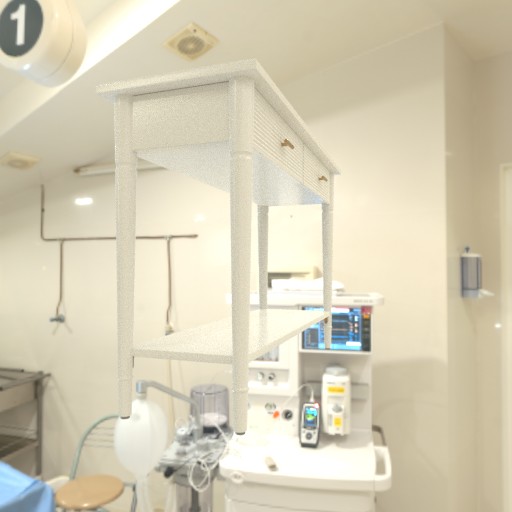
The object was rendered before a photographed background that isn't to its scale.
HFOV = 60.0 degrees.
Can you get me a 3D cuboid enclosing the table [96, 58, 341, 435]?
[{"bbox_3d":[0.000,0.000,1.421,0.381,0.749,1.067,0,-1,20],"label":"table"}]
